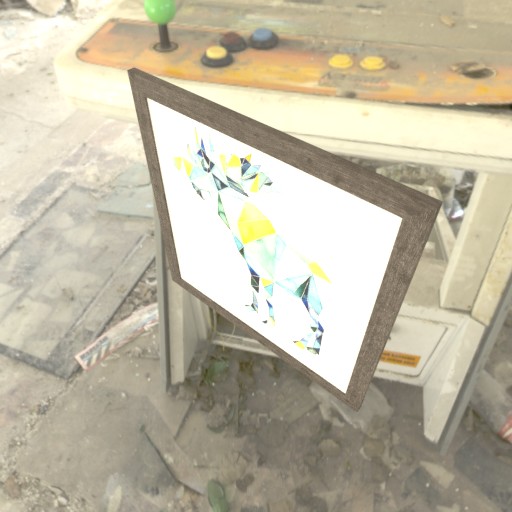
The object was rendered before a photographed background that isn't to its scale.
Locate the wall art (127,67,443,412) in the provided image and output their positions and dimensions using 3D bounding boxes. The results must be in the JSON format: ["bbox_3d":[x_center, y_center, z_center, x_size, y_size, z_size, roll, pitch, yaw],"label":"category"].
[{"bbox_3d":[0.000,0.000,0.689,0.457,0.457,0.013,31,54,26],"label":"wall art"}]
